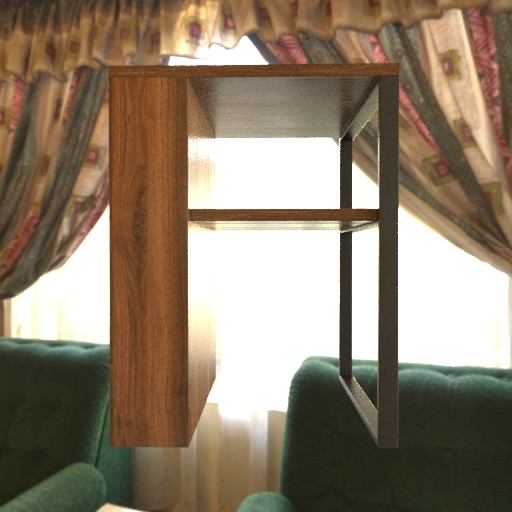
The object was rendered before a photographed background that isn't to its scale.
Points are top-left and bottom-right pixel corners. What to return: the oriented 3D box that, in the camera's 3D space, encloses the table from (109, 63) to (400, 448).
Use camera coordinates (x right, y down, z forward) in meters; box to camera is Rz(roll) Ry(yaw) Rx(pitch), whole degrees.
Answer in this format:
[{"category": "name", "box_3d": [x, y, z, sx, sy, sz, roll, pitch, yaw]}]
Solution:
[{"category": "table", "box_3d": [0.000, 0.000, 1.529, 0.786, 1.041, 0.660, 0, 1, 1]}]
